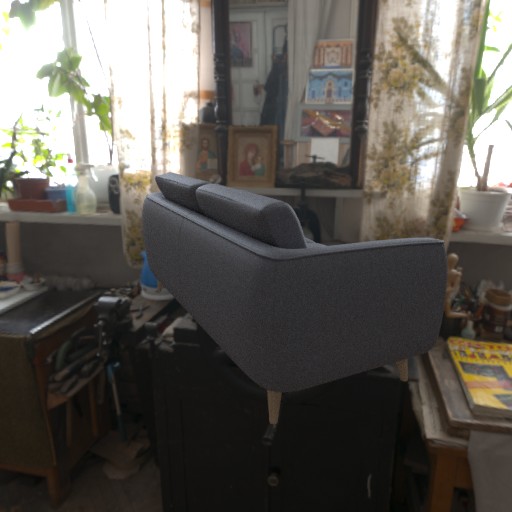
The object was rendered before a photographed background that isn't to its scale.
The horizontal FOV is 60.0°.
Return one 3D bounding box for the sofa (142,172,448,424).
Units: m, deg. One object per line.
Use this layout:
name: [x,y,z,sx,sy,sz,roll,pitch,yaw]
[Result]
sofa: [0.000,0.000,2.607,0.920,0.870,2.000,-8,17,-26]
